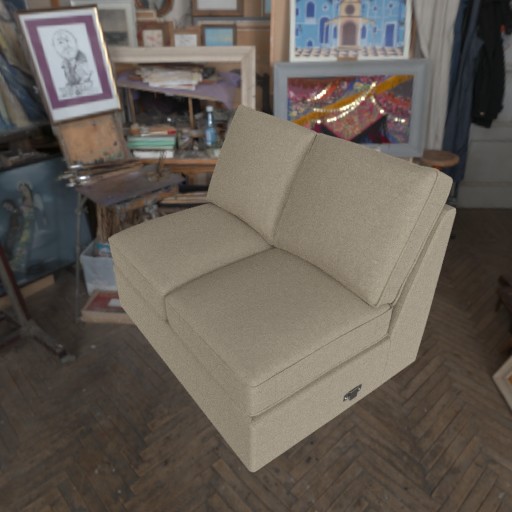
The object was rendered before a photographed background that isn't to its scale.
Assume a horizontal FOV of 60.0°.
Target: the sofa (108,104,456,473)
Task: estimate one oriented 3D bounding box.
[{"bbox_3d":[0.000,0.000,1.982,0.951,1.008,1.237,-22,38,-30],"label":"sofa"}]
